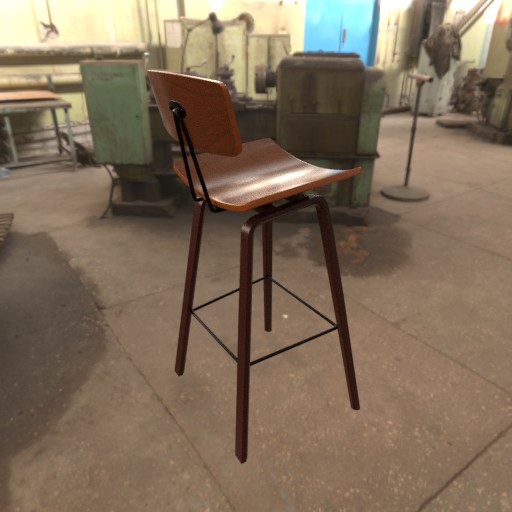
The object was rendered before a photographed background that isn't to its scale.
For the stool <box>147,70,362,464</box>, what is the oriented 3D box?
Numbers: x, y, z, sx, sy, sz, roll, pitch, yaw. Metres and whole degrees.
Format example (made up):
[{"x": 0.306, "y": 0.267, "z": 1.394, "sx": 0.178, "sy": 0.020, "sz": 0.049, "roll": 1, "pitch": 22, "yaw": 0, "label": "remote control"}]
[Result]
[{"x": 0.000, "y": 0.000, "z": 1.241, "sx": 0.440, "sy": 0.969, "sz": 0.509, "roll": -16, "pitch": 31, "yaw": -29, "label": "stool"}]
